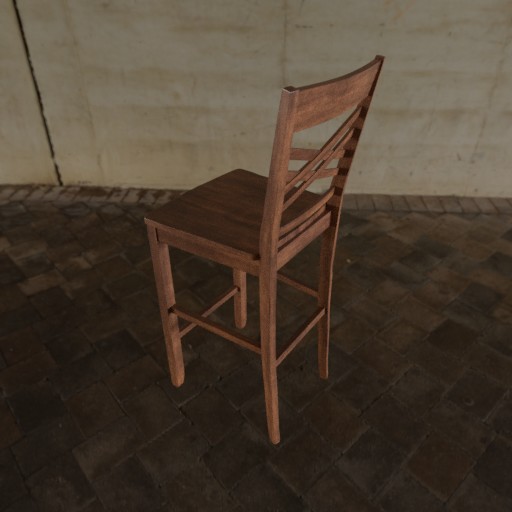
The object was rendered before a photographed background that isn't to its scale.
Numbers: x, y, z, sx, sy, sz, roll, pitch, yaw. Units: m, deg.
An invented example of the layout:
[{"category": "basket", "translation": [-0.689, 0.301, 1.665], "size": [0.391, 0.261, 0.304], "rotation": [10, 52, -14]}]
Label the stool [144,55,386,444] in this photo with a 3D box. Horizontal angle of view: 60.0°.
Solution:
[{"category": "stool", "translation": [0.000, 0.000, 1.336], "size": [0.487, 1.105, 0.433], "rotation": [22, 39, 29]}]
